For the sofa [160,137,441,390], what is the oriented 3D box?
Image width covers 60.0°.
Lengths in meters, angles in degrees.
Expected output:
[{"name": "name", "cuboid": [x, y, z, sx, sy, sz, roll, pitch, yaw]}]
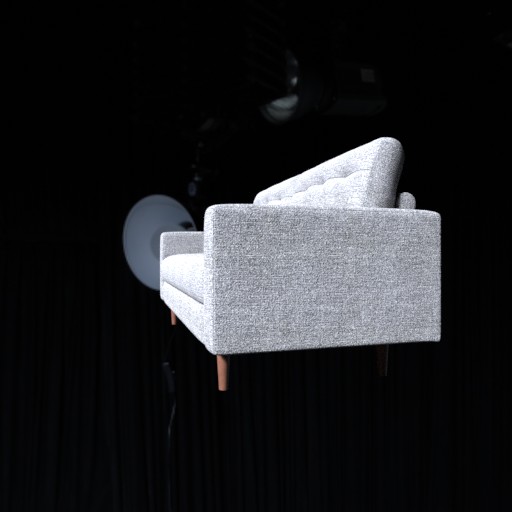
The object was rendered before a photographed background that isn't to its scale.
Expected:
[{"name": "sofa", "cuboid": [0.000, 0.000, 2.313, 0.863, 0.902, 1.821, 0, 0, -17]}]
